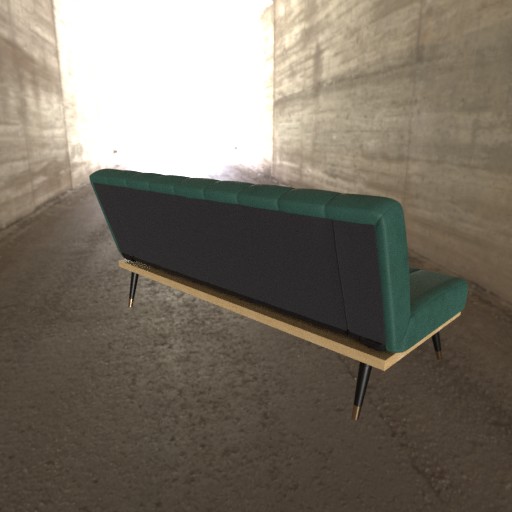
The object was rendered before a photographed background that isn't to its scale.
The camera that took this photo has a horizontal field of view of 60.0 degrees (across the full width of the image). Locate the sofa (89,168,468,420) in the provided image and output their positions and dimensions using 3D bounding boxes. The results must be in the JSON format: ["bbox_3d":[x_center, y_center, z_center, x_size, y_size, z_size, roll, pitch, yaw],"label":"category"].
[{"bbox_3d":[0.000,0.000,2.235,1.810,0.820,0.830,14,21,42],"label":"sofa"}]
